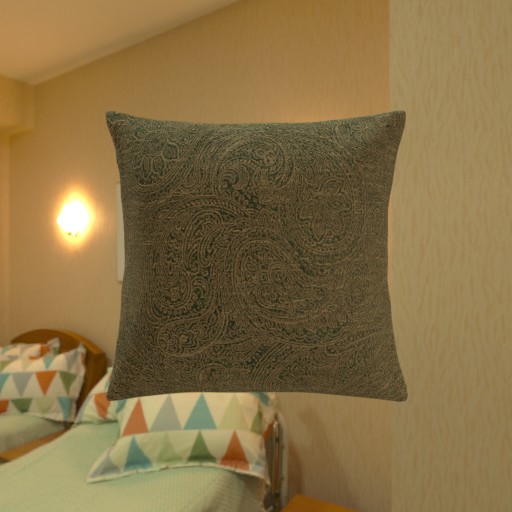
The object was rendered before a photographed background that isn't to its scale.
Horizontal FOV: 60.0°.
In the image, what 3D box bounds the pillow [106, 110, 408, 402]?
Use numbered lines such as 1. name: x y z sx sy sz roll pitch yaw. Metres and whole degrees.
1. pillow: 0.000 0.000 0.774 0.526 0.507 0.166 0 -1 1
